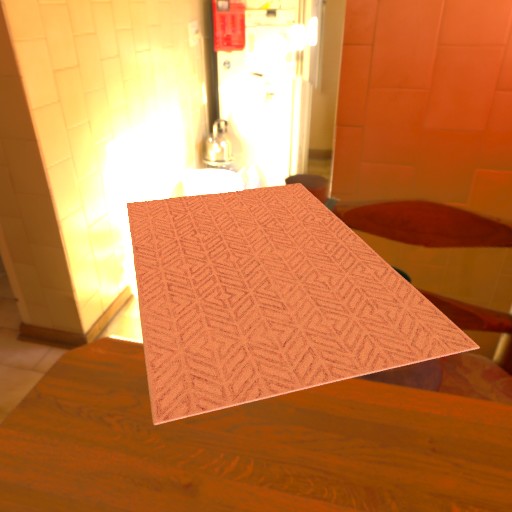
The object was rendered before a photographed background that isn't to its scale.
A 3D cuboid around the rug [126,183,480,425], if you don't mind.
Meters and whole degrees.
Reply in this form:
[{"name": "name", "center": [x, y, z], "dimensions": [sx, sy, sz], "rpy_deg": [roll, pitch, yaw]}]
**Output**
[{"name": "rug", "center": [0.000, 0.000, 2.285], "dimensions": [1.220, 0.007, 1.828], "rpy_deg": [-9, 31, -15]}]
